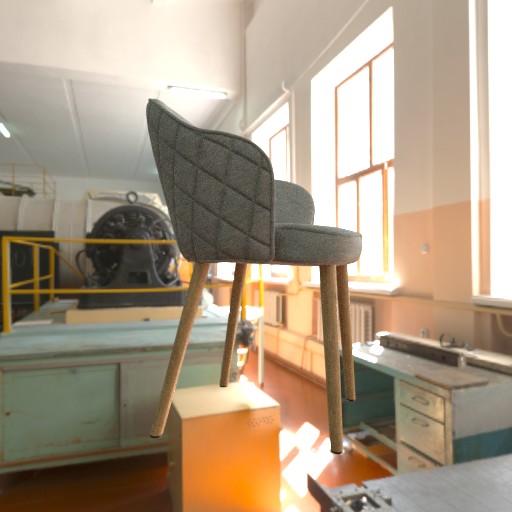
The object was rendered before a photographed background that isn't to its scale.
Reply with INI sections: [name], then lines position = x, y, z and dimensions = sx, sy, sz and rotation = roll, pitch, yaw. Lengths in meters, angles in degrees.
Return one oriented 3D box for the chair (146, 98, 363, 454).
[chair]
position = 0.000, 0.000, 1.137
dimensions = 0.530, 0.800, 0.540
rotation = 0, -1, 16
